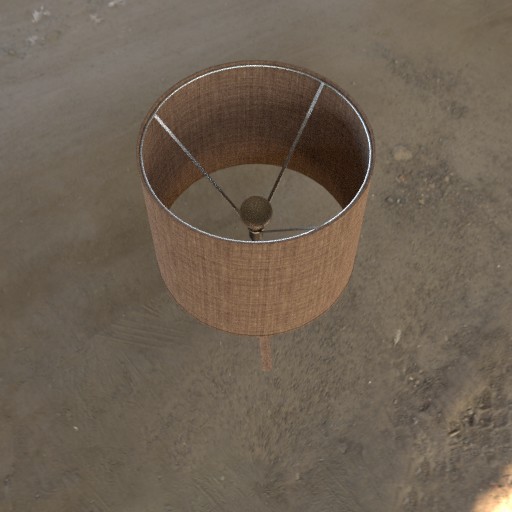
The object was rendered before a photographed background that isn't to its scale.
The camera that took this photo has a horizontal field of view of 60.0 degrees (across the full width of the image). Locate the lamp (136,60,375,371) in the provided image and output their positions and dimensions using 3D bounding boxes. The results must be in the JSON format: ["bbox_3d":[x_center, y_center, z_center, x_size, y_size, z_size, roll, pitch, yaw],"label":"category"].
[{"bbox_3d":[0.000,0.000,0.689,0.290,0.514,0.290,0,62,0],"label":"lamp"}]
